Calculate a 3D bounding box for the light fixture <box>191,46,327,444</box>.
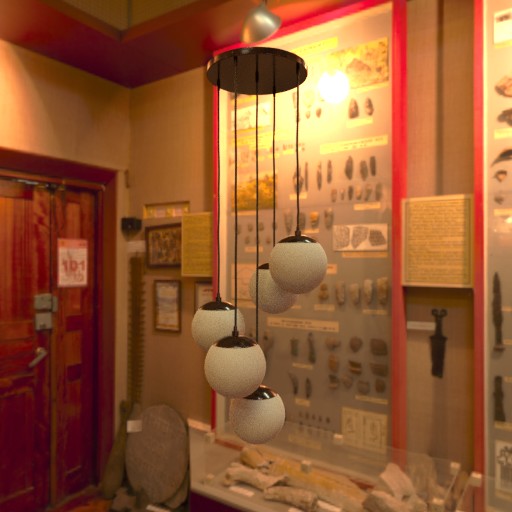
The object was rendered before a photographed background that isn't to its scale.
[{"bbox_3d":[0.000,0.000,1.514,0.489,1.271,0.484,0,0,36],"label":"light fixture"}]
